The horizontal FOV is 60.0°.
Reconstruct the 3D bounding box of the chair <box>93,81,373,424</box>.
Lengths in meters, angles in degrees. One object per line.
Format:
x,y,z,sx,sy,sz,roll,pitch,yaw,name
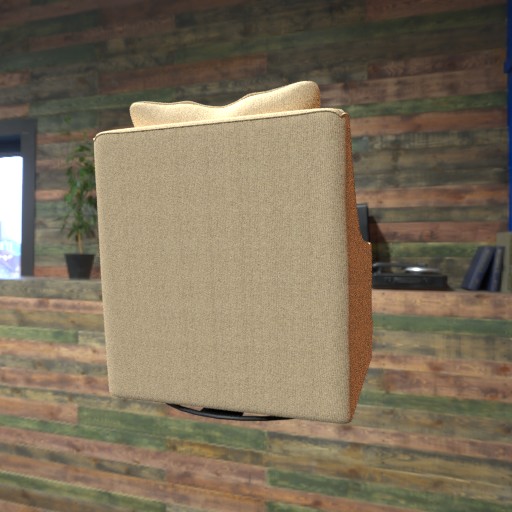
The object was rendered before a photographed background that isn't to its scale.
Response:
0.000,0.000,1.589,0.760,0.927,0.876,0,0,18,chair
